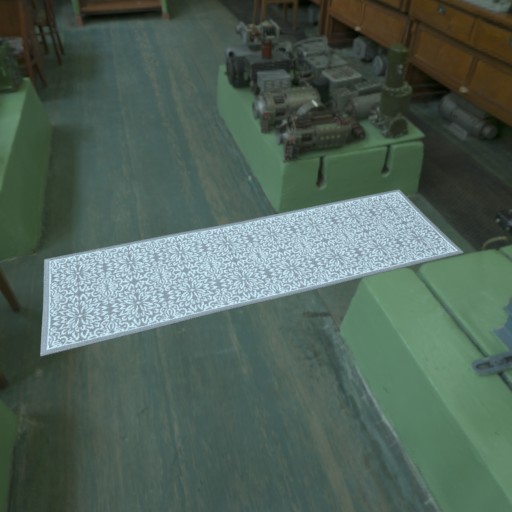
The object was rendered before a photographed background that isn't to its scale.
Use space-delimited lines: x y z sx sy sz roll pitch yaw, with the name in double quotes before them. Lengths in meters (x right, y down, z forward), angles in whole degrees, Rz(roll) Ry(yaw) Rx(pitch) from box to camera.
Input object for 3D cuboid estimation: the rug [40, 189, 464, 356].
"rug" 0.000 0.000 2.422 2.196 0.011 0.662 -12 43 -13
